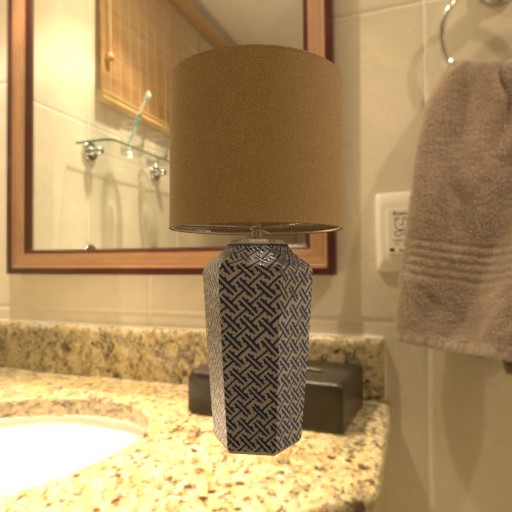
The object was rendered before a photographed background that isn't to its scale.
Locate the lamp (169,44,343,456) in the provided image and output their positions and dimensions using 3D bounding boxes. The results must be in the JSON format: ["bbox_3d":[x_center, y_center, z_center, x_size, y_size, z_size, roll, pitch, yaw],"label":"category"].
[{"bbox_3d":[0.000,0.000,0.830,0.320,0.682,0.320,0,-1,-17],"label":"lamp"}]
